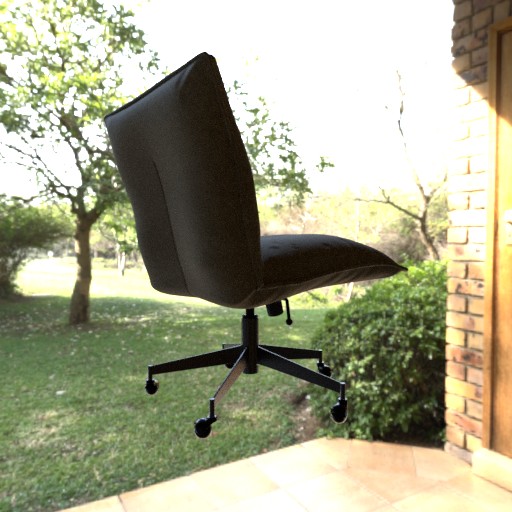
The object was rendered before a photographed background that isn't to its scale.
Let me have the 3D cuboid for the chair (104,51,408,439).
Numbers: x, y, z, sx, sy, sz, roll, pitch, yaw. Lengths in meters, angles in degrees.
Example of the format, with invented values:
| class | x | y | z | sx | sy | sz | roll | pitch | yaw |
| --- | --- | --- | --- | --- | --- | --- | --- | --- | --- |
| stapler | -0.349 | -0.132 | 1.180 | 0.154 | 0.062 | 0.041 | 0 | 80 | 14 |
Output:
| class | x | y | z | sx | sy | sz | roll | pitch | yaw |
| --- | --- | --- | --- | --- | --- | --- | --- | --- | --- |
| chair | 0.000 | 0.000 | 1.263 | 0.696 | 0.811 | 0.597 | -1 | 2 | -36 |
